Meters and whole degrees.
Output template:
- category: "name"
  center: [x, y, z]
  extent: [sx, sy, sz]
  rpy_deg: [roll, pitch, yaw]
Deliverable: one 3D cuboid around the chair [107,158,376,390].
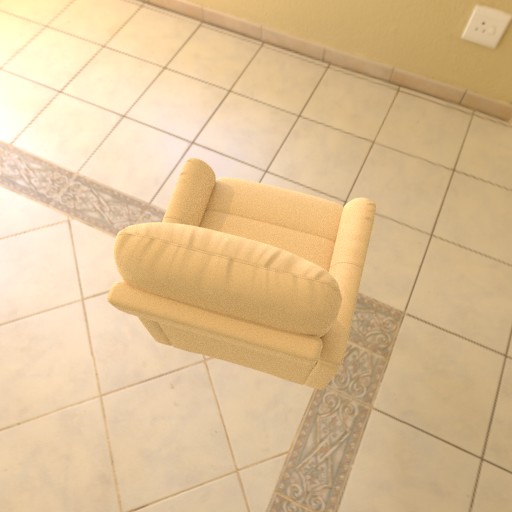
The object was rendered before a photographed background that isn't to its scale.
- category: "chair"
  center: [0.000, 0.000, 1.600]
  extent: [0.775, 1.082, 0.831]
  rpy_deg: [15, 64, 7]
